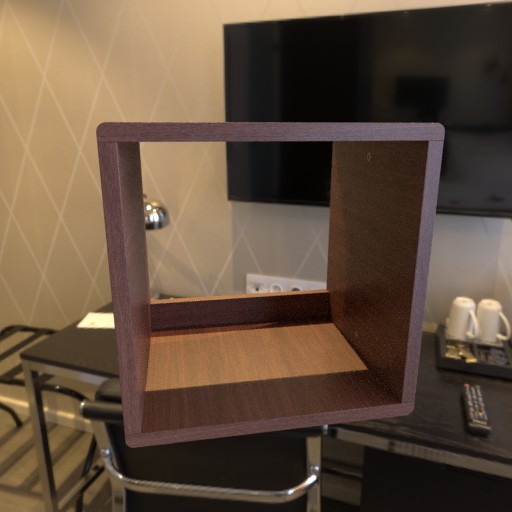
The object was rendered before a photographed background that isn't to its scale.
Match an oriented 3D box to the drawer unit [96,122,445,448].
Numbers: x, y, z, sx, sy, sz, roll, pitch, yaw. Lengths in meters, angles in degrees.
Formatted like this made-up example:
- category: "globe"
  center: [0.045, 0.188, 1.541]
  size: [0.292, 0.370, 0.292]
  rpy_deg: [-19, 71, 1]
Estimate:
- category: "drawer unit"
  center: [0.000, 0.000, 0.617]
  size: [0.349, 0.351, 0.290]
  rpy_deg: [-3, 16, -10]
